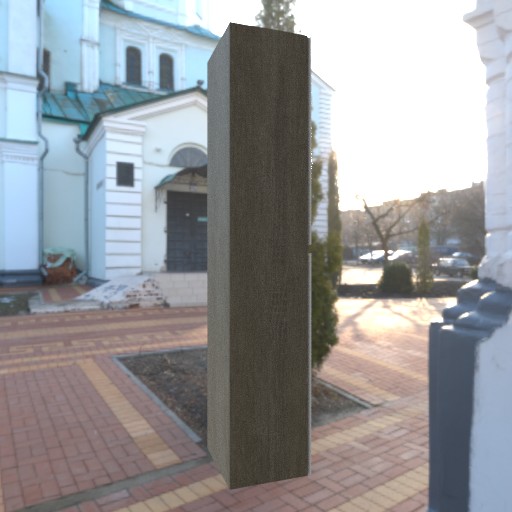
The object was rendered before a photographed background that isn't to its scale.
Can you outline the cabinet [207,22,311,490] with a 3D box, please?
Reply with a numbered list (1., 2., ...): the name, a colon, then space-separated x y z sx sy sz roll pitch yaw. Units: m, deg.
1. cabinet: 0.000 0.000 1.511 0.270 1.400 0.300 0 0 -19
